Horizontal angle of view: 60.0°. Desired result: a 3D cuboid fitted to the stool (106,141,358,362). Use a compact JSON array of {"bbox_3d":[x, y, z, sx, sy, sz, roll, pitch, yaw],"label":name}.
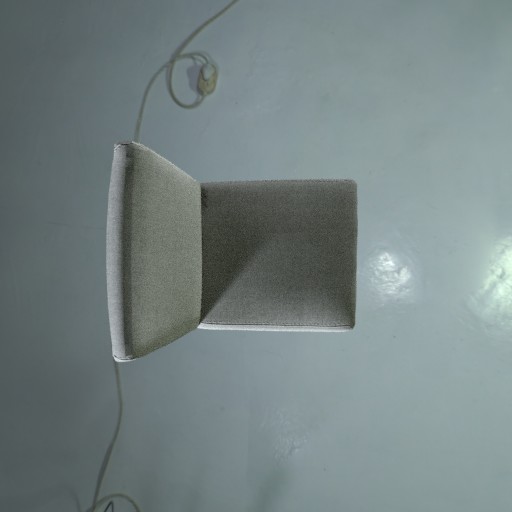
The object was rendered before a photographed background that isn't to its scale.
[{"bbox_3d":[0.000,0.000,1.374,0.570,1.088,0.439,0,89,0],"label":"stool"}]
